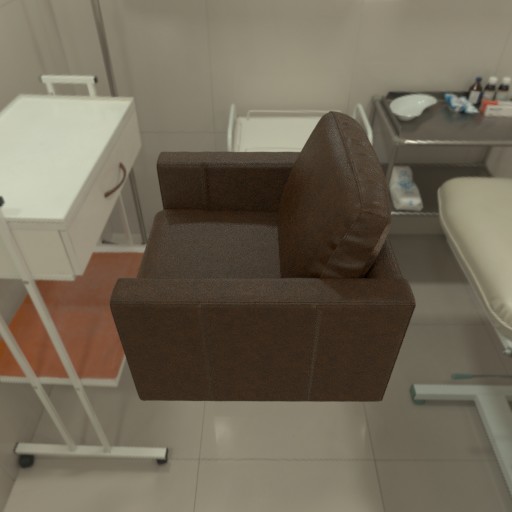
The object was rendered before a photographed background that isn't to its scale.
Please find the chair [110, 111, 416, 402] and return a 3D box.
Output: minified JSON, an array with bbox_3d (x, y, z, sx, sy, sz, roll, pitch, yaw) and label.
[{"bbox_3d":[0.000,0.000,1.716,0.909,0.956,0.890,0,41,0],"label":"chair"}]
